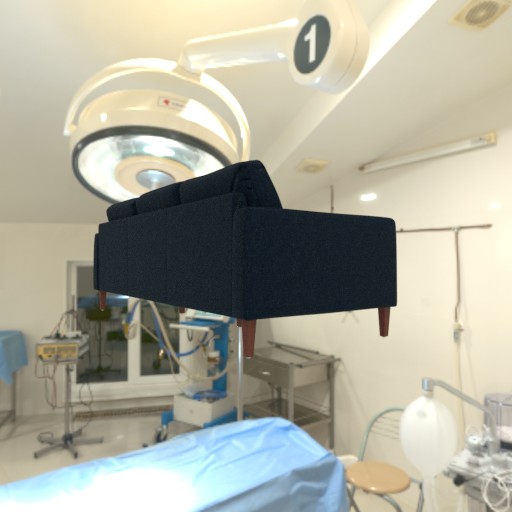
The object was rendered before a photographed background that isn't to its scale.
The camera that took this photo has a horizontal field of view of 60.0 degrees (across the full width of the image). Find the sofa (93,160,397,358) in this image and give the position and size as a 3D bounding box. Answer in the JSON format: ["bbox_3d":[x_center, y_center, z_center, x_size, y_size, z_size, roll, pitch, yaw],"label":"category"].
[{"bbox_3d":[0.000,0.000,3.052,1.613,0.841,2.185,0,-1,-35],"label":"sofa"}]
